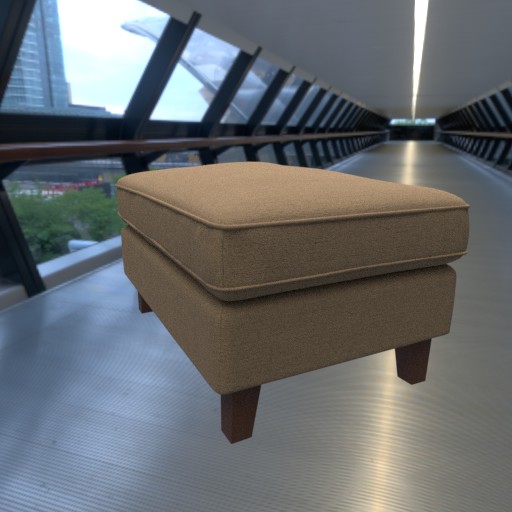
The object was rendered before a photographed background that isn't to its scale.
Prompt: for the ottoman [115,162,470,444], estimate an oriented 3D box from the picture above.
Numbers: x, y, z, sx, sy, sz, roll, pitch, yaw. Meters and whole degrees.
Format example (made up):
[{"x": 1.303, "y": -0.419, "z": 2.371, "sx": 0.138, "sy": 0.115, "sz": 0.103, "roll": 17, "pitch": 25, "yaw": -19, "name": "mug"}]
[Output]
[{"x": 0.000, "y": 0.000, "z": 1.292, "sx": 0.636, "sy": 0.521, "sz": 0.945, "roll": -7, "pitch": 16, "yaw": -26, "name": "ottoman"}]
